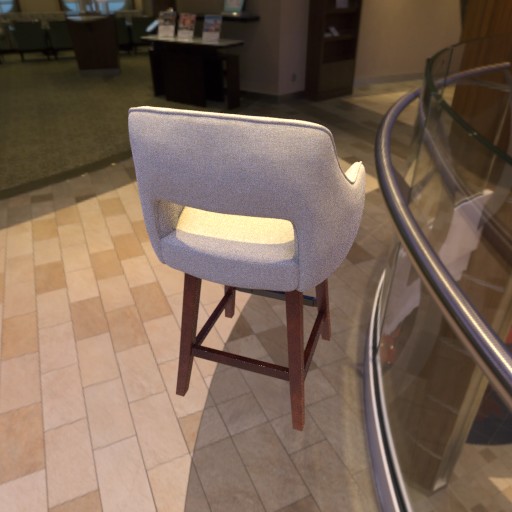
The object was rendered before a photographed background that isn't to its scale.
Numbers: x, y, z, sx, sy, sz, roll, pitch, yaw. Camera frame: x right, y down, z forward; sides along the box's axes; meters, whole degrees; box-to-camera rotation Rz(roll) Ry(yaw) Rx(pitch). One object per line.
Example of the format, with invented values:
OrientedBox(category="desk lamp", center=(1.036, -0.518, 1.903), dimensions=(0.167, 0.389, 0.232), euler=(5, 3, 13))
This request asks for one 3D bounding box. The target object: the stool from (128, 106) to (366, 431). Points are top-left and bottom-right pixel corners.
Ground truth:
OrientedBox(category="stool", center=(0.000, 0.000, 1.284), dimensions=(0.550, 0.936, 0.560), euler=(10, 33, 16))
